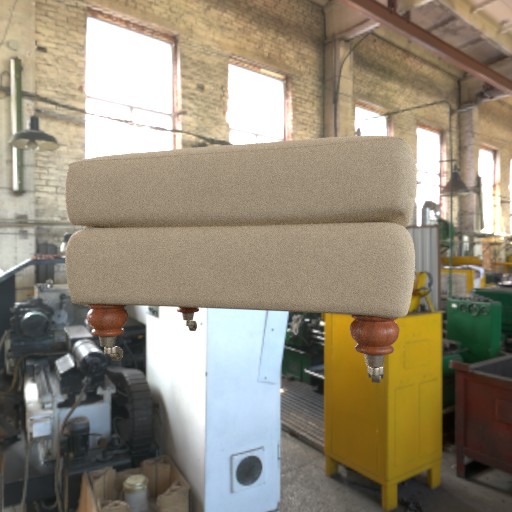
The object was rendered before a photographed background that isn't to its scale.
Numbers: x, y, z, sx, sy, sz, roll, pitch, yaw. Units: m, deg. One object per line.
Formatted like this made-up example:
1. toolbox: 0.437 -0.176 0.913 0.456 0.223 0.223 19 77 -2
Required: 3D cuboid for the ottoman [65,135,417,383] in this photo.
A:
1. ottoman: 0.000 0.000 1.150 0.773 0.504 0.569 0 0 18
